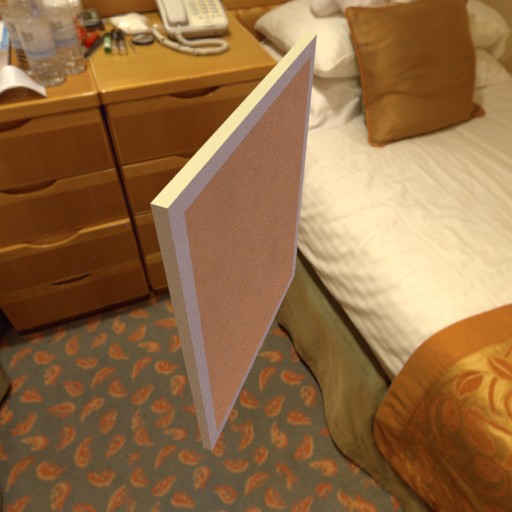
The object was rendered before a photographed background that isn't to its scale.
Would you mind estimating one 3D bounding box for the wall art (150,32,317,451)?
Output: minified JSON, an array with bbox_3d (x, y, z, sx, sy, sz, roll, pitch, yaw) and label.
[{"bbox_3d":[0.000,0.000,1.076,0.026,0.811,0.661,16,48,15],"label":"wall art"}]
